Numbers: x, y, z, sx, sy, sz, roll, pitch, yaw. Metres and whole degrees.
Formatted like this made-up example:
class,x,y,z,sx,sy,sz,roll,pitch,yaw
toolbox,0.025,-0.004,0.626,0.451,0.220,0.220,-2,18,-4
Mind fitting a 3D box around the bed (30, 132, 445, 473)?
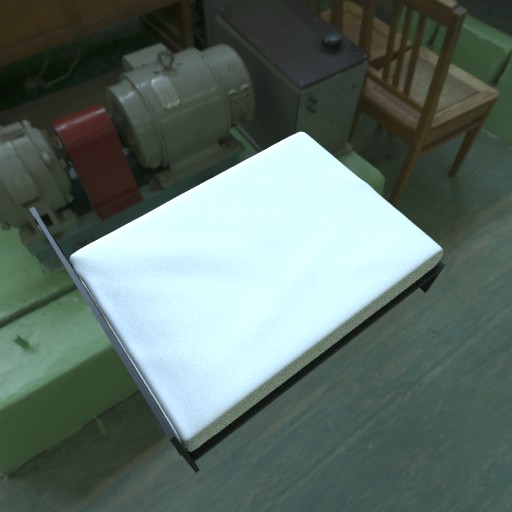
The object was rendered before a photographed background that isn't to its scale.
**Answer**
class,x,y,z,sx,sy,sz,roll,pitch,yaw
bed,0.000,0.000,2.888,2.062,0.967,1.524,-32,62,-19
